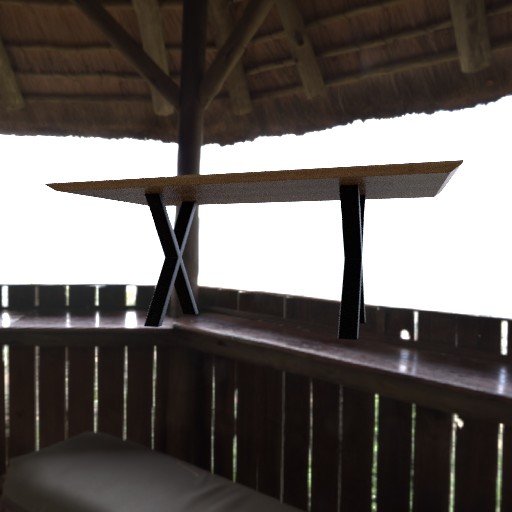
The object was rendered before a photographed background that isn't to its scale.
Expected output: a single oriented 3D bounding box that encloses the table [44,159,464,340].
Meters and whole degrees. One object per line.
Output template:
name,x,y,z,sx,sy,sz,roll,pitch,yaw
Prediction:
table,0.000,0.000,2.487,2.000,0.770,1.000,0,1,18
